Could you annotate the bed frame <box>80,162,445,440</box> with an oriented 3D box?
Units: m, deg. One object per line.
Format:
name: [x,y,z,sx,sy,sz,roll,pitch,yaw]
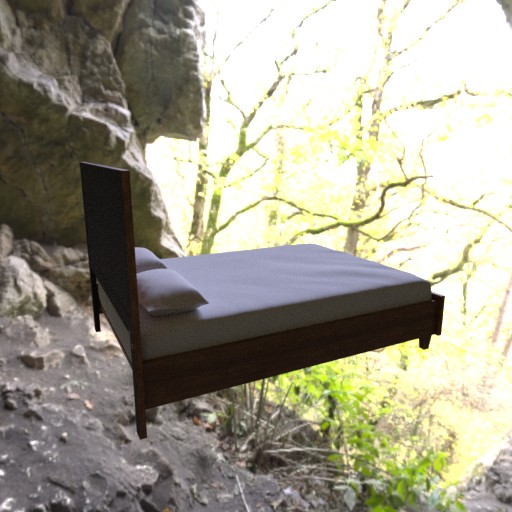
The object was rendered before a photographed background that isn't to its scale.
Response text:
bed frame: [0.000,0.000,3.445,2.276,1.417,1.696,-7,15,-26]
